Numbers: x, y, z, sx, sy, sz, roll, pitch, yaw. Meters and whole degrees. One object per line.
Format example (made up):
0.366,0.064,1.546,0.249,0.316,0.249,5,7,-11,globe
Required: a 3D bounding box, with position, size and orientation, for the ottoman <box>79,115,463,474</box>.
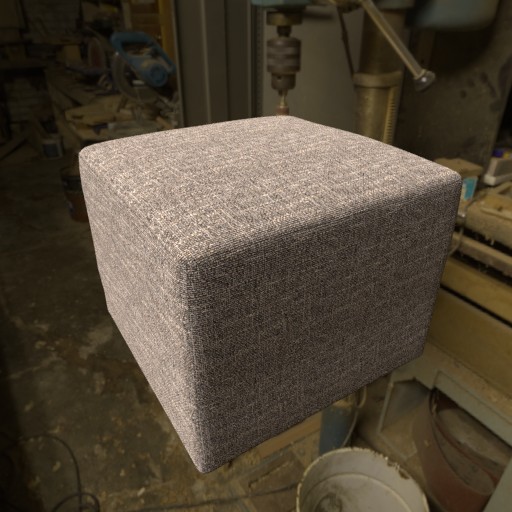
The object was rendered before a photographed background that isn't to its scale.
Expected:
0.000,0.000,0.885,0.521,0.453,0.512,-18,35,-27,ottoman
